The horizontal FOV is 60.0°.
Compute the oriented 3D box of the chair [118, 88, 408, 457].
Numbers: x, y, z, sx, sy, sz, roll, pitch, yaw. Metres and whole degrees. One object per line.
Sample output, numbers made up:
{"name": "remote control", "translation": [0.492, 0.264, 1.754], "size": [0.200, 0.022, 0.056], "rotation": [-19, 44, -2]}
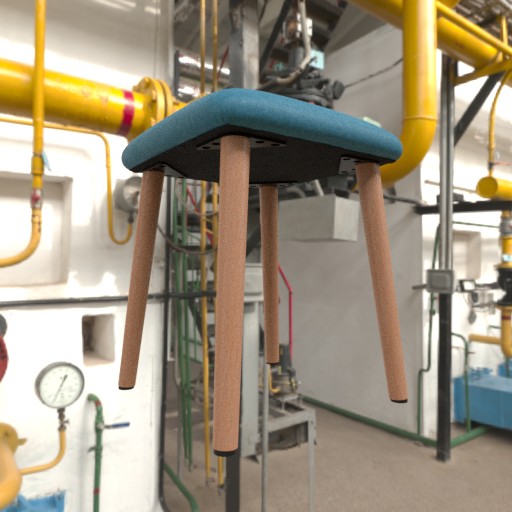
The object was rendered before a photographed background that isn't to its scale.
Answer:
{"name": "chair", "translation": [0.000, 0.000, 0.725], "size": [0.360, 0.450, 0.360], "rotation": [1, -1, -36]}
